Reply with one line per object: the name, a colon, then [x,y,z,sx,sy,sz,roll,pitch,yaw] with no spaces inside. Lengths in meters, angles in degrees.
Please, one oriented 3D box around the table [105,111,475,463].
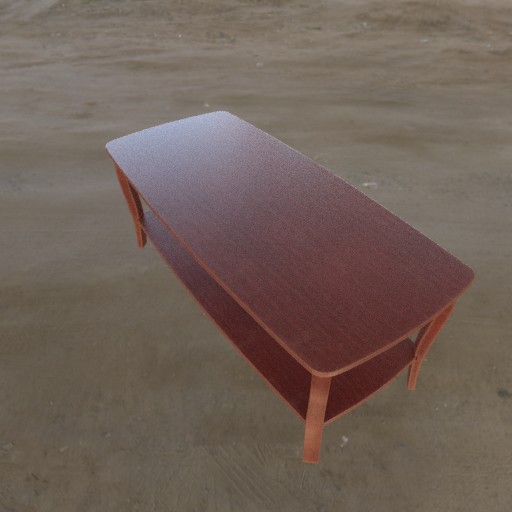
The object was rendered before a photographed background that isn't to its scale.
table: [0.000,0.000,1.481,0.561,0.473,1.216,-25,47,-25]
